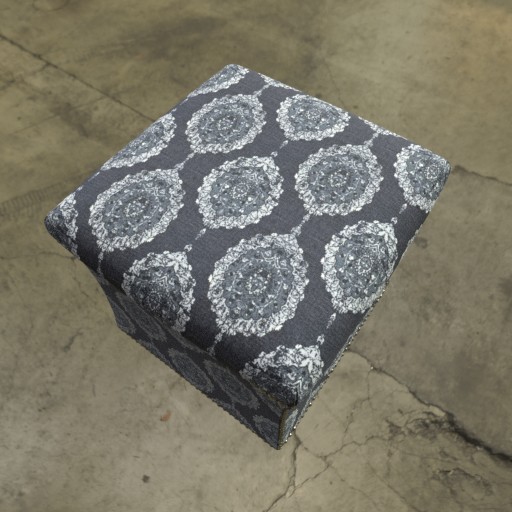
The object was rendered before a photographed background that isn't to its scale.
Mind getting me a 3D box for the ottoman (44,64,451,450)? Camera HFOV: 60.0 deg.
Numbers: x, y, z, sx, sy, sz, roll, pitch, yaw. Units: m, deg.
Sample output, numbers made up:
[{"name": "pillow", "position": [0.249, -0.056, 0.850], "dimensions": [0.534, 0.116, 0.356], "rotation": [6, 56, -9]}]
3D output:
[{"name": "ottoman", "position": [0.000, 0.000, 0.886], "dimensions": [0.497, 0.475, 0.507], "rotation": [32, 63, 18]}]
